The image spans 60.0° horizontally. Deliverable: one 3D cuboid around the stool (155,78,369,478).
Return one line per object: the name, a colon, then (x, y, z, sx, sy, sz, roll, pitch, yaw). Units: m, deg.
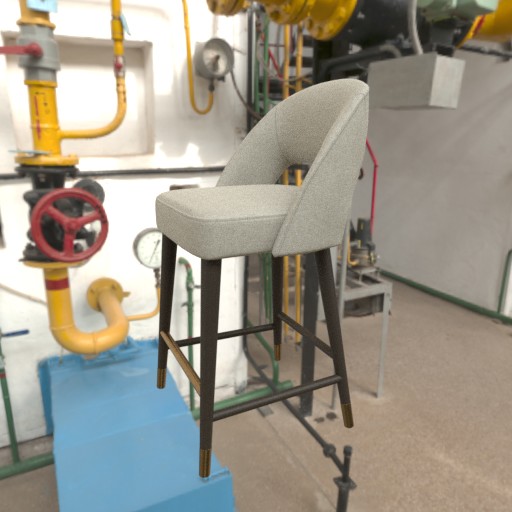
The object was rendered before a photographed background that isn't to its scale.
stool: (0.000, 0.000, 1.236, 0.509, 0.940, 0.494, -7, 17, -25)
